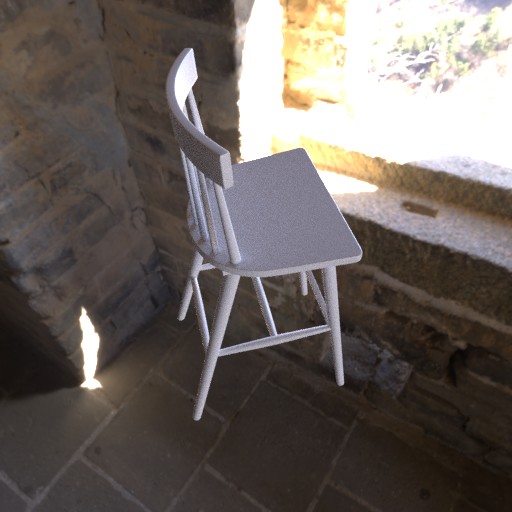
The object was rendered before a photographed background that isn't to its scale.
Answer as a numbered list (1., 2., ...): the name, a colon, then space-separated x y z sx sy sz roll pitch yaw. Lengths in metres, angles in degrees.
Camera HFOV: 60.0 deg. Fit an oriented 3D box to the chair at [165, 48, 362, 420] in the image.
1. chair: 0.000 0.000 1.365 0.572 1.092 0.483 -10 48 -9
